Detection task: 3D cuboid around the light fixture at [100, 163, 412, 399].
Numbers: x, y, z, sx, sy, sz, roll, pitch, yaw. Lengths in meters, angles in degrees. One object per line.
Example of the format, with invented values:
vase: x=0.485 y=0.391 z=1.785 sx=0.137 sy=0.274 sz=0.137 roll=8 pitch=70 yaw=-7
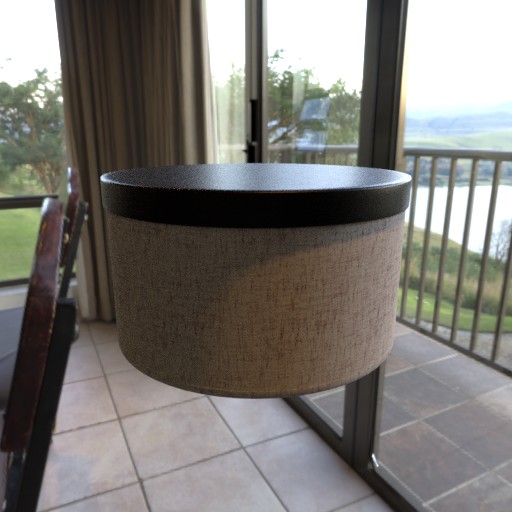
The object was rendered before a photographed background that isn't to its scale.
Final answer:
light fixture: x=0.000 y=0.000 z=0.615 sx=0.389 sy=0.229 sz=0.389 roll=0 pitch=15 yaw=0
